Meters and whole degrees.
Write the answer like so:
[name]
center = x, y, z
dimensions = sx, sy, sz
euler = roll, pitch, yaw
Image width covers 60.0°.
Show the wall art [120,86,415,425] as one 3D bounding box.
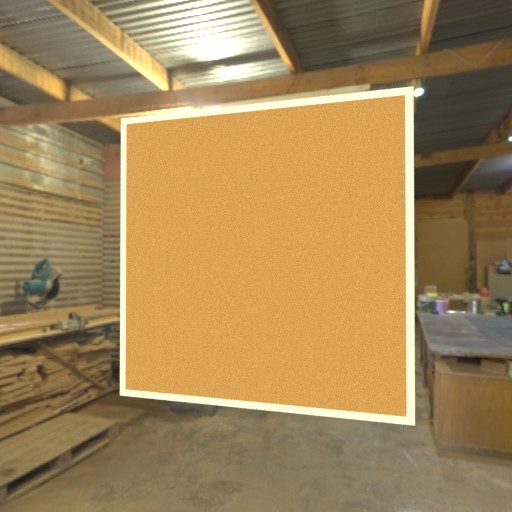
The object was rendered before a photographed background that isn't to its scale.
[wall art]
center = 0.000, 0.000, 0.758
dimensions = 0.509, 0.509, 0.040
euler = 0, -1, 17
